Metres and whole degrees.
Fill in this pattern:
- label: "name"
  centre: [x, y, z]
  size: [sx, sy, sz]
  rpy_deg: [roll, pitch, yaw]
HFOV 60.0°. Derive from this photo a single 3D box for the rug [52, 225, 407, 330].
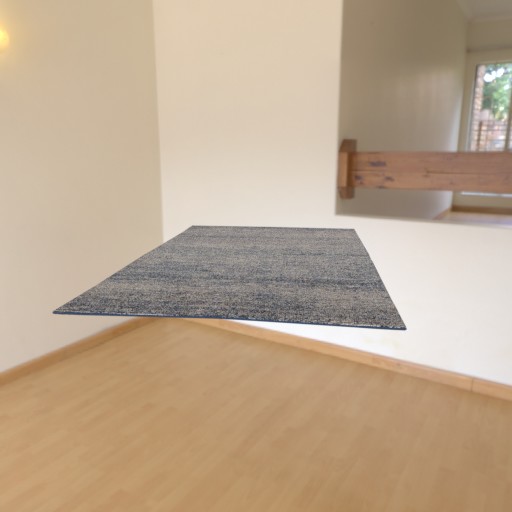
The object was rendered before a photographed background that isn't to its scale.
- label: "rug"
  centre: [0.000, 0.000, 2.284]
  size: [1.159, 0.025, 1.793]
  rpy_deg: [2, 13, 7]
